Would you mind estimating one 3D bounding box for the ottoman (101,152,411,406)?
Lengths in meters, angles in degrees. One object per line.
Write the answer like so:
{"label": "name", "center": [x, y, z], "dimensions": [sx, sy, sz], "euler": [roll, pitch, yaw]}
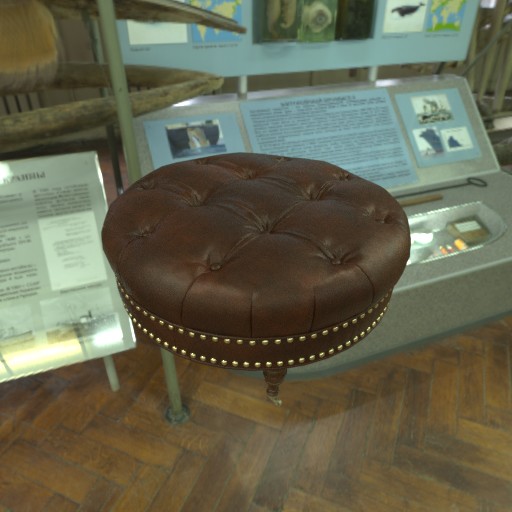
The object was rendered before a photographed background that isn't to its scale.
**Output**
{"label": "ottoman", "center": [0.000, 0.000, 1.400], "dimensions": [0.901, 0.455, 0.901], "euler": [0, 33, 0]}
